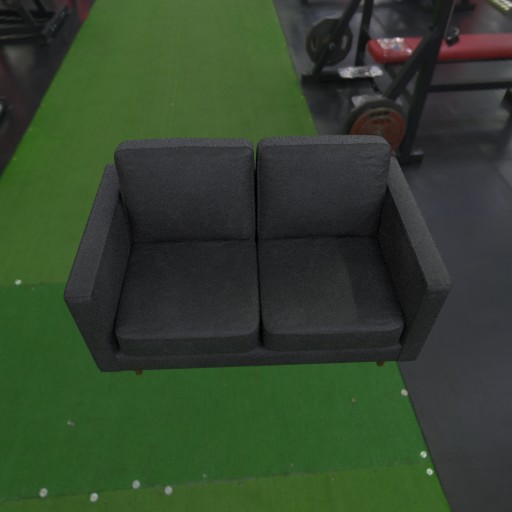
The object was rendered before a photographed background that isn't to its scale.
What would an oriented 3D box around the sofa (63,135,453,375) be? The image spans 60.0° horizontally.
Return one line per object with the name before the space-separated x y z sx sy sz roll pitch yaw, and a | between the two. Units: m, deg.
sofa | 0.000 0.000 2.053 1.430 0.899 0.879 -2 46 -2
